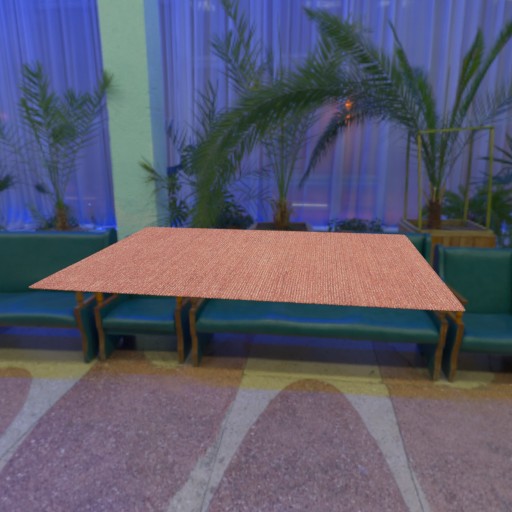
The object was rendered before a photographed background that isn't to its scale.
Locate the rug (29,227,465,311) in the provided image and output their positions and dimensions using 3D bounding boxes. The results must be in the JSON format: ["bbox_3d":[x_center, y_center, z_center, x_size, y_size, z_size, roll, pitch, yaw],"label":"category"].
[{"bbox_3d":[0.000,0.000,2.850,2.112,0.009,1.594,2,15,8],"label":"rug"}]
